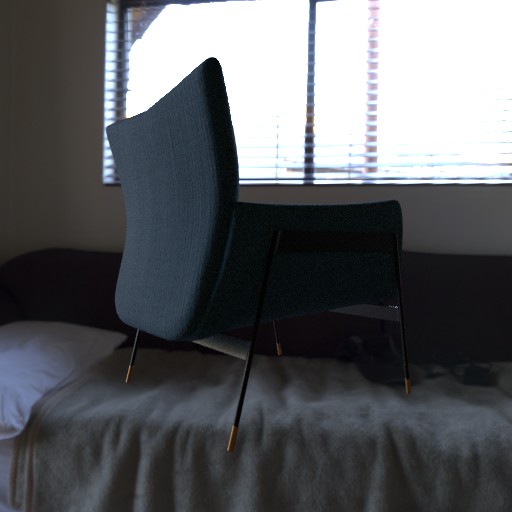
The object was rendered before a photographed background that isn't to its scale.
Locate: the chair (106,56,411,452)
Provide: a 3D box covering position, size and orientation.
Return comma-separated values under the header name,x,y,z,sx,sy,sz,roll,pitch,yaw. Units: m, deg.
name,x,y,z,sx,sy,sz,roll,pitch,yaw
chair,0.000,0.000,1.413,0.769,0.859,0.678,-1,1,-37
